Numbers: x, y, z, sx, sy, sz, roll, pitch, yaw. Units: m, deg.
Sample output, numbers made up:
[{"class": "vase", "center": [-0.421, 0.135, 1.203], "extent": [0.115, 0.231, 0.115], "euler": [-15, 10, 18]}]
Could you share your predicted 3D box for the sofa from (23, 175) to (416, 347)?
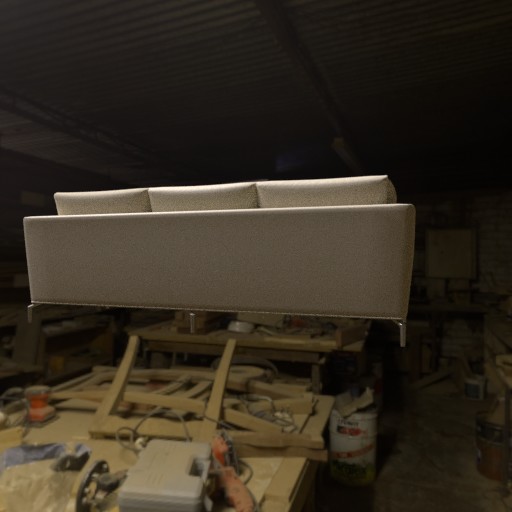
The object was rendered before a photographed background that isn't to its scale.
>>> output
[{"class": "sofa", "center": [0.000, 0.000, 3.657], "extent": [2.448, 0.867, 2.430], "euler": [0, 0, 19]}]
